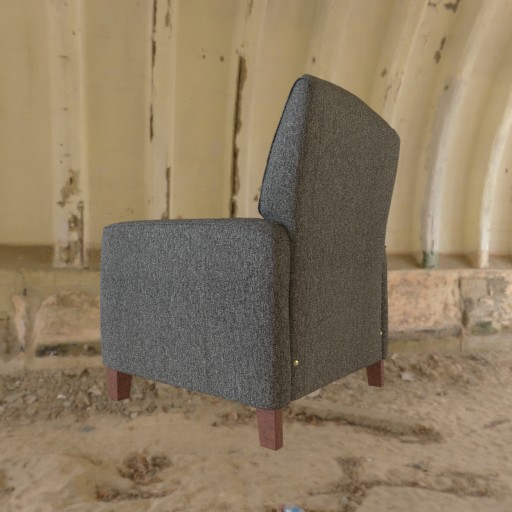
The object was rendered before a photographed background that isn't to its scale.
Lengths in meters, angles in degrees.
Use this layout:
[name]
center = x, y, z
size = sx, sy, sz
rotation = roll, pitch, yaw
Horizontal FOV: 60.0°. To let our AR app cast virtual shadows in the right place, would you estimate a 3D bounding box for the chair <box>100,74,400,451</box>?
[chair]
center = 0.000, 0.000, 1.647
size = 0.864, 1.014, 0.848
rotation = 0, -1, 37
